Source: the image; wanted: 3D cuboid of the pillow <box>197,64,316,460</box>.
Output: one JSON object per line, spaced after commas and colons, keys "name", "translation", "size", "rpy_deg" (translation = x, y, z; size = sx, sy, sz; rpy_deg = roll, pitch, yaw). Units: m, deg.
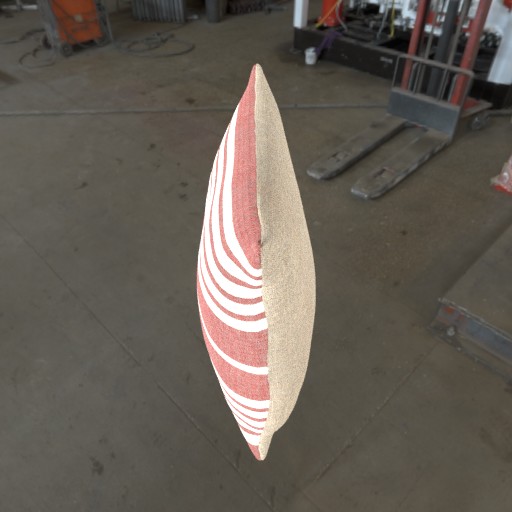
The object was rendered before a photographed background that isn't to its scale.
{"name": "pillow", "translation": [0.000, 0.000, 0.673], "size": [0.182, 0.427, 0.439], "rpy_deg": [0, 42, 0]}
